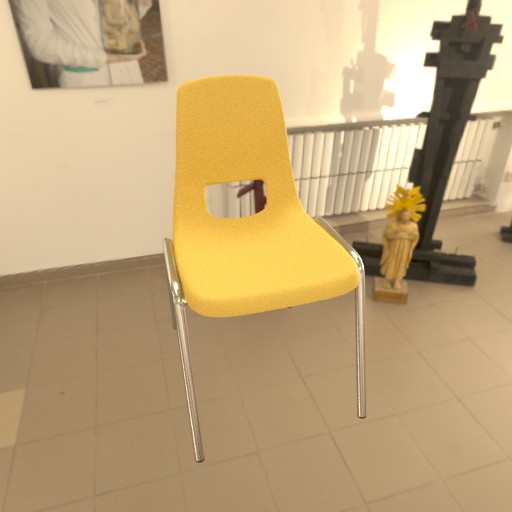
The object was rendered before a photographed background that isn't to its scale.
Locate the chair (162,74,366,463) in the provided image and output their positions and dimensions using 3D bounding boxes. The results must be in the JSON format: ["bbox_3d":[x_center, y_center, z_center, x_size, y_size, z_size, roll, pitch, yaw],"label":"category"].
[{"bbox_3d":[0.000,0.000,0.935,0.381,0.653,0.436,-9,32,-14],"label":"chair"}]
